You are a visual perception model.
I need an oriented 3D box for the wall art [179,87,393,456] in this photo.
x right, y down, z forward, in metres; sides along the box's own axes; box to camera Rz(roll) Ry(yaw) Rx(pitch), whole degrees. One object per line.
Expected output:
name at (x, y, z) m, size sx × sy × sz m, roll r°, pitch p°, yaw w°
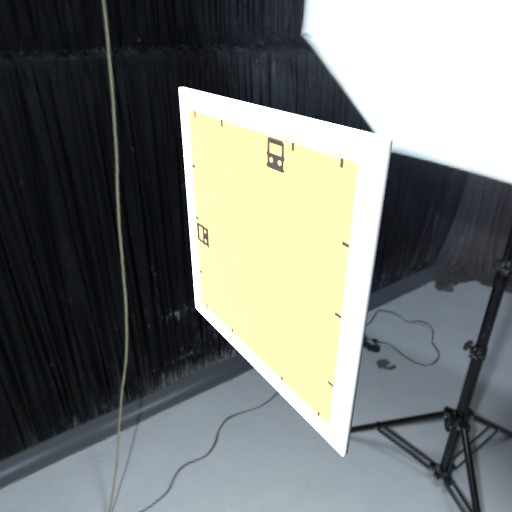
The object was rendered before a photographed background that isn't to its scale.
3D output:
wall art at (0.000, 0.000, 0.897) m, size 0.013 × 0.584 × 0.584 m, roll -18°, pitch 33°, yaw -30°
